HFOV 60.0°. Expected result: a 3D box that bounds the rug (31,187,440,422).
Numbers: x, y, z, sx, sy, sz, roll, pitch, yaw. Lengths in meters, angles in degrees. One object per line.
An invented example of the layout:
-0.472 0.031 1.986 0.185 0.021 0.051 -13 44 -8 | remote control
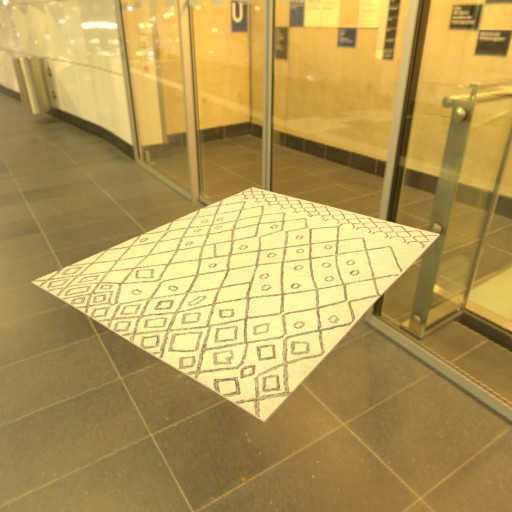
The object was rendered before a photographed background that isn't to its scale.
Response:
0.000 0.000 4.145 2.446 0.015 3.046 20 34 32 | rug
